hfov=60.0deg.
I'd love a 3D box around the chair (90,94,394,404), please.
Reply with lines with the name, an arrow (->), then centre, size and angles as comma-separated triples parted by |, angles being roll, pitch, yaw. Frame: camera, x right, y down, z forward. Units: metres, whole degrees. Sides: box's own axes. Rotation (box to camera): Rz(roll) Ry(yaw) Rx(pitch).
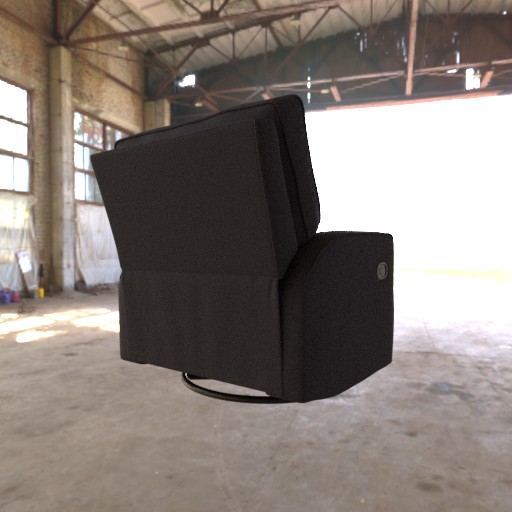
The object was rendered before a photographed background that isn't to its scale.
chair -> 0.000, 0.000, 1.717 | 0.861, 0.962, 0.964 | 1, 1, 37
